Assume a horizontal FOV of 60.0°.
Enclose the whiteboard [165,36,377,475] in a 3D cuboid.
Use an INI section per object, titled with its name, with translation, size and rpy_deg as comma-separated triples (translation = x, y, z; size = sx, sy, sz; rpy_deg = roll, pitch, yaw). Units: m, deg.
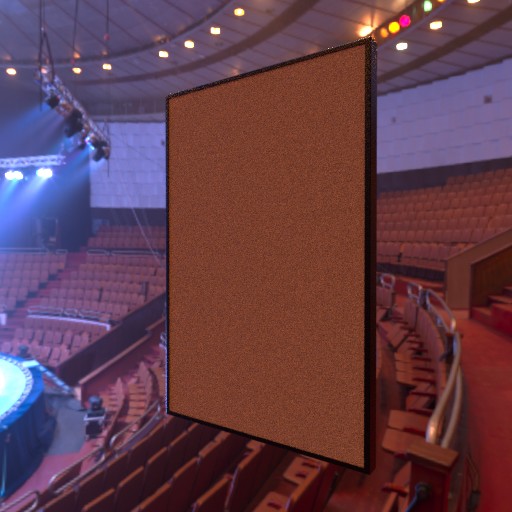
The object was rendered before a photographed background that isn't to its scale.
[whiteboard]
translation = 0.000, 0.000, 0.742
size = 0.406, 0.611, 0.026
rpy_deg = 0, 1, 35
